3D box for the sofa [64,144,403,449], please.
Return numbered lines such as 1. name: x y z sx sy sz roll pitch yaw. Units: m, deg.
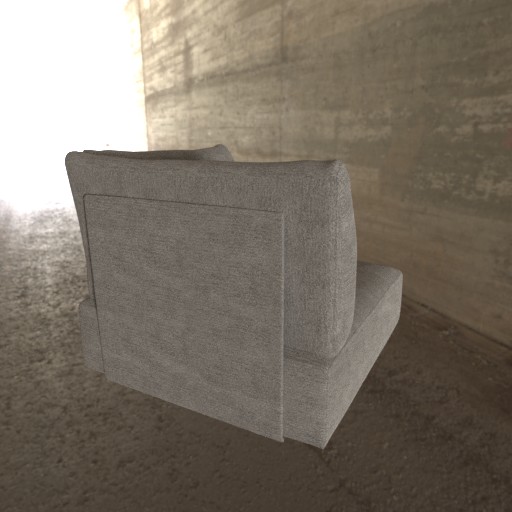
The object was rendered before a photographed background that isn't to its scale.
1. sofa: 0.000 0.000 1.728 1.000 0.820 1.000 8 18 28
